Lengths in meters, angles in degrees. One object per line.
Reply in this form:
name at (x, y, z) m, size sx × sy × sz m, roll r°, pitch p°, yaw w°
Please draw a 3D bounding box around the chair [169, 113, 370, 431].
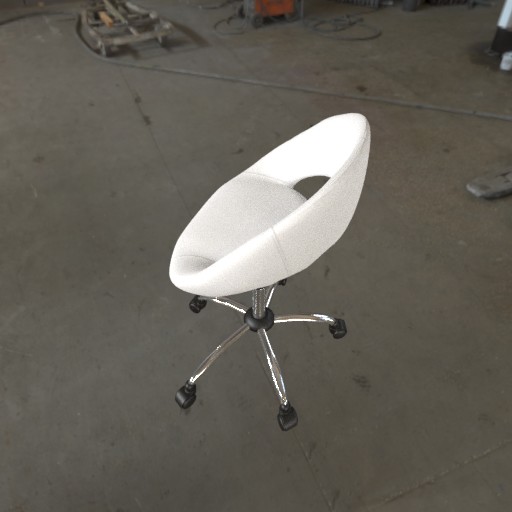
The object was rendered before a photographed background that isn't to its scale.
chair at (0.000, 0.000, 1.187) m, size 0.538 × 0.791 × 0.612 m, roll 16°, pitch 46°, yaw 16°
